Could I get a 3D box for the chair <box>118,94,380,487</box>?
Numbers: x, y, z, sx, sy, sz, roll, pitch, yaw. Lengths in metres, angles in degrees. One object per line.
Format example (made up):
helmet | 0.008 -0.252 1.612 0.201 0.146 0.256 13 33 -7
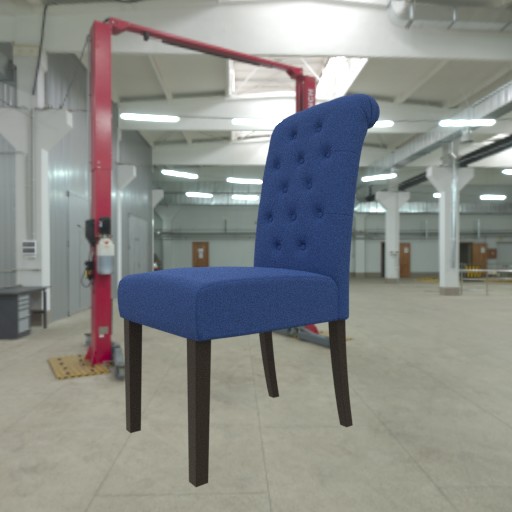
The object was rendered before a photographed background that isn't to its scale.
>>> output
chair | 0.000 0.000 1.319 0.671 1.006 0.456 0 1 -38
